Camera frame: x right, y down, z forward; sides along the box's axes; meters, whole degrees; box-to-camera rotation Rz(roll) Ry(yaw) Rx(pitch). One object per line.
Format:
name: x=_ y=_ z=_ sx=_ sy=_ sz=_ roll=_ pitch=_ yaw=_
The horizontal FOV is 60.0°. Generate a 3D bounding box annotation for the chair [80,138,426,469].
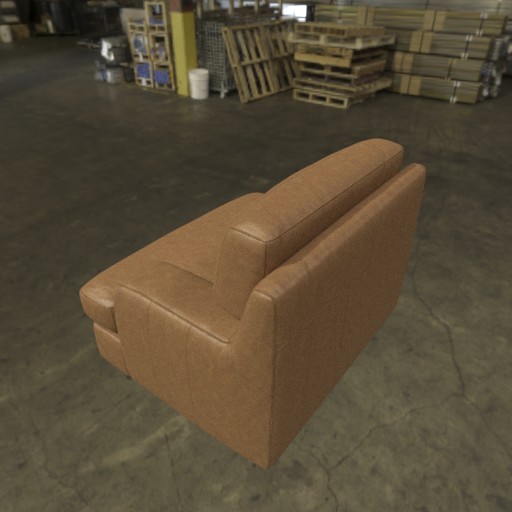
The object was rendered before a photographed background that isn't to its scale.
chair: x=0.000 y=0.000 z=2.006 sx=1.050 sy=0.978 sz=1.276 roll=22 pitch=39 yaw=30
